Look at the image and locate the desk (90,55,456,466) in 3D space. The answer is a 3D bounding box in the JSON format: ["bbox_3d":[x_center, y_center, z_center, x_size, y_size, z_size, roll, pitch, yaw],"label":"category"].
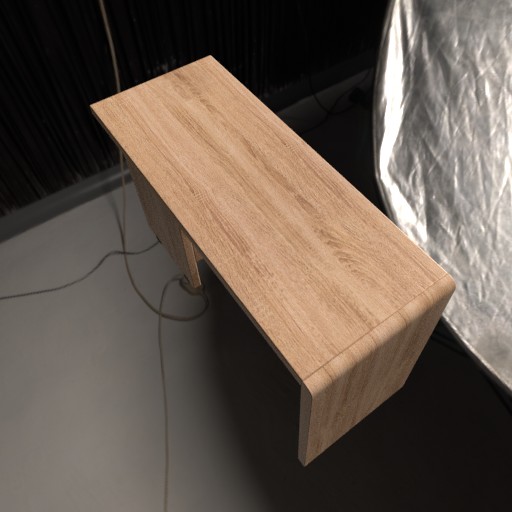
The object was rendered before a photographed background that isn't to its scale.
[{"bbox_3d":[0.000,0.000,1.656,0.500,0.750,1.300,-31,63,-18],"label":"desk"}]
